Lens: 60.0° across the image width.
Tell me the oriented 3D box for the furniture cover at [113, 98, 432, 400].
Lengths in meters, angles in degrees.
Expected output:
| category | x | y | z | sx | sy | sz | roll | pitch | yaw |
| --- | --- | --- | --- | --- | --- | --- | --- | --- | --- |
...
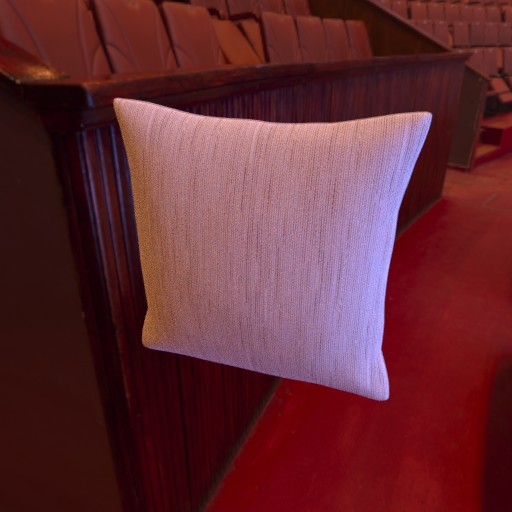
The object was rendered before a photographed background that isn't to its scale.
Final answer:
| category | x | y | z | sx | sy | sz | roll | pitch | yaw |
| --- | --- | --- | --- | --- | --- | --- | --- | --- | --- |
| furniture cover | 0.000 | 0.000 | 0.776 | 0.512 | 0.506 | 0.178 | 8 | 27 | 17 |
